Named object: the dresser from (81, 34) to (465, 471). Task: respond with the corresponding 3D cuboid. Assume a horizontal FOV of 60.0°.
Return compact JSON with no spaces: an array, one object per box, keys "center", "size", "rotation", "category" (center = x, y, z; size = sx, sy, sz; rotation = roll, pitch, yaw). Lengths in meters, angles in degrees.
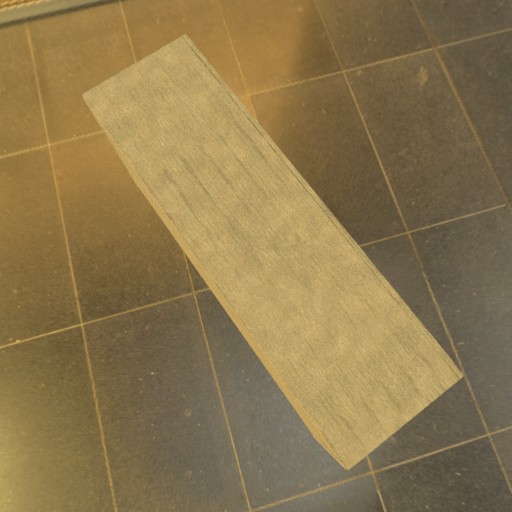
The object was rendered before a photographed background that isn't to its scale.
[{"center":[0.000,0.000,1.988],"size":[0.483,0.889,1.628],"rotation":[-35,77,-9],"category":"dresser"}]
